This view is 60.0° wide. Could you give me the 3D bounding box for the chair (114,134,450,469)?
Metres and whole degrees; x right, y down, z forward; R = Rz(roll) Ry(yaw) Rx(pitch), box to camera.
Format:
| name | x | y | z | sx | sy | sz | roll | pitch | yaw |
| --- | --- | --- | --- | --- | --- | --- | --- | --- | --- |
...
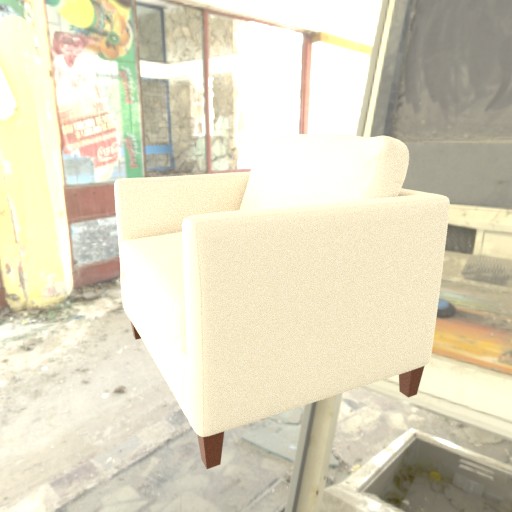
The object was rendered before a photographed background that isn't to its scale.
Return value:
| name | x | y | z | sx | sy | sz | roll | pitch | yaw |
| --- | --- | --- | --- | --- | --- | --- | --- | --- | --- |
| chair | 0.000 | 0.000 | 1.668 | 0.878 | 0.885 | 1.019 | -8 | 18 | -26 |
